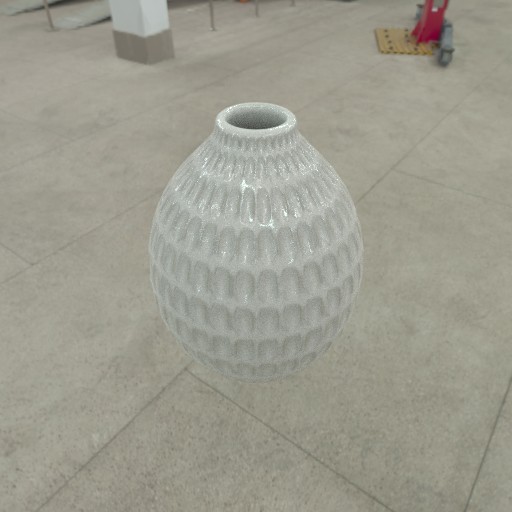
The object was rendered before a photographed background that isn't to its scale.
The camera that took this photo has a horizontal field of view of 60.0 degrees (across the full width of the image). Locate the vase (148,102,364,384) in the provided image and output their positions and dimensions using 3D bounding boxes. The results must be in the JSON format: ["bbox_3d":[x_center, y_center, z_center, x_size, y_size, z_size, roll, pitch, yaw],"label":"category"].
[{"bbox_3d":[0.000,0.000,0.341,0.162,0.223,0.162,0,40,0],"label":"vase"}]
